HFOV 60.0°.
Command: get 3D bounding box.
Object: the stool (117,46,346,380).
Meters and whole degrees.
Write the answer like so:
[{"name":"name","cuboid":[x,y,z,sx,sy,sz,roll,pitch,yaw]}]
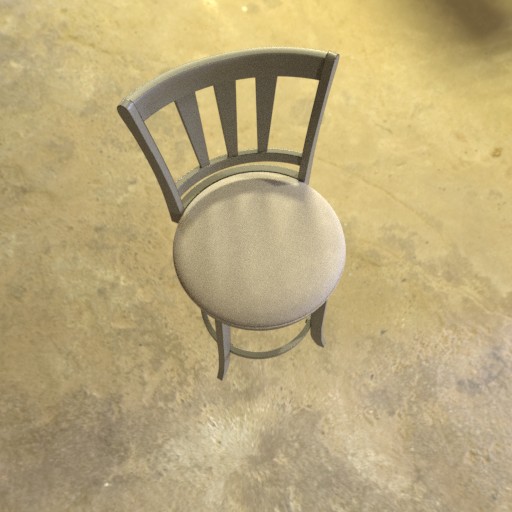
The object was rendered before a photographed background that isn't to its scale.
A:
[{"name":"stool","cuboid":[0.000,0.000,1.237,0.450,0.994,0.486,-16,66,-7]}]
